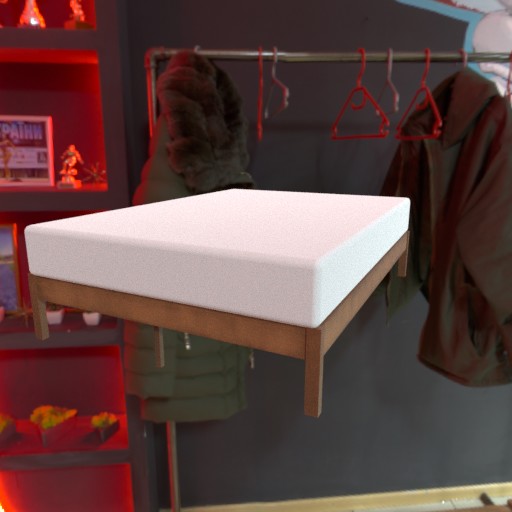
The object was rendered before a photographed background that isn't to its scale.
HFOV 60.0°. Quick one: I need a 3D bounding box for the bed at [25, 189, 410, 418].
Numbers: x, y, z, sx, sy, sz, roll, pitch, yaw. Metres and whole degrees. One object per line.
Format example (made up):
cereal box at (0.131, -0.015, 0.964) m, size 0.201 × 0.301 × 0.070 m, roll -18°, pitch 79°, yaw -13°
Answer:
bed at (0.000, 0.000, 2.761) m, size 1.529 × 0.593 × 2.050 m, roll 7°, pitch 16°, yaw 26°
